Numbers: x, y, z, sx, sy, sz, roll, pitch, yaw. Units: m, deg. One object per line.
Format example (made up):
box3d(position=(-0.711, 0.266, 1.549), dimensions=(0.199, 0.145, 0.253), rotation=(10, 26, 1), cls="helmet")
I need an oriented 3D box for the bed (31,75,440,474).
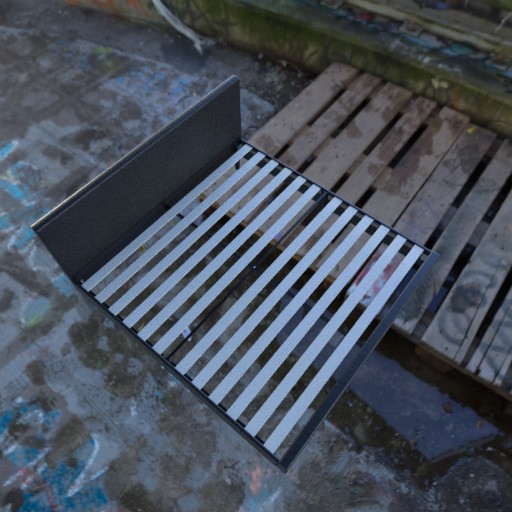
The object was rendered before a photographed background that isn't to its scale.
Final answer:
box3d(position=(0.000, 0.000, 3.363), dimensions=(2.152, 1.046, 2.018), rotation=(35, 64, 20), cls="bed")
